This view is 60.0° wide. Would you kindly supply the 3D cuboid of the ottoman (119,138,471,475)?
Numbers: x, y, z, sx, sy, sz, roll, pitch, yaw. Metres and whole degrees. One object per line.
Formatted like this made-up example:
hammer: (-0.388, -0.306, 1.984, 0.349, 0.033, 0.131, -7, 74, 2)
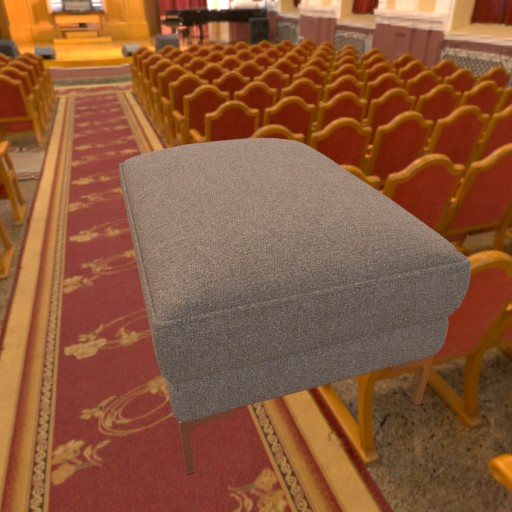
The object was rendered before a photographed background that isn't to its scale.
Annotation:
ottoman: (0.000, 0.000, 1.117, 0.583, 0.464, 0.785, -10, 32, -16)
